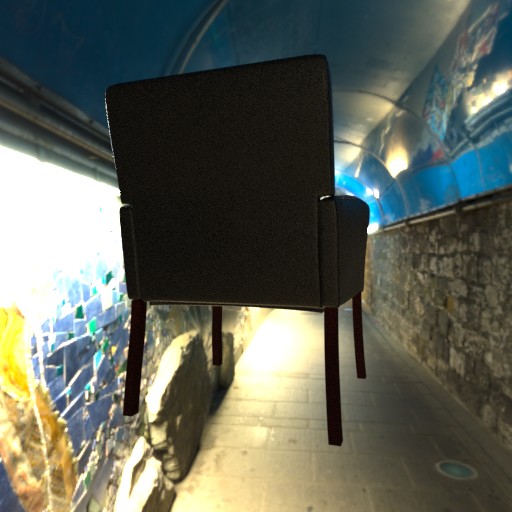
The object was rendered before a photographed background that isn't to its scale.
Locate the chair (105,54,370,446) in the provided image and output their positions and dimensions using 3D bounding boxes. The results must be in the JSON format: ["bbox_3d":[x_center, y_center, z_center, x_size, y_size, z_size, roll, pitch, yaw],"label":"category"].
[{"bbox_3d":[0.000,0.000,1.485,0.683,0.951,0.772,0,0,19],"label":"chair"}]
